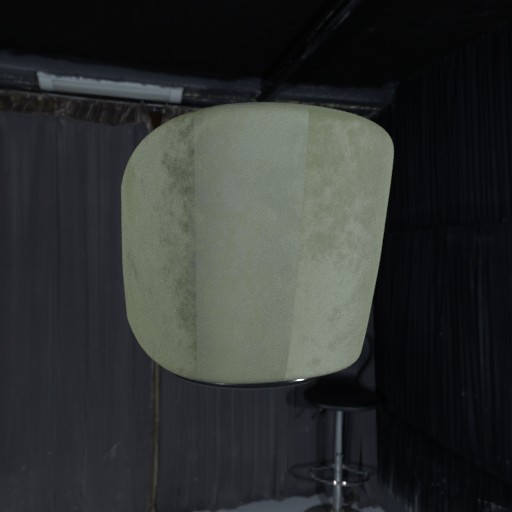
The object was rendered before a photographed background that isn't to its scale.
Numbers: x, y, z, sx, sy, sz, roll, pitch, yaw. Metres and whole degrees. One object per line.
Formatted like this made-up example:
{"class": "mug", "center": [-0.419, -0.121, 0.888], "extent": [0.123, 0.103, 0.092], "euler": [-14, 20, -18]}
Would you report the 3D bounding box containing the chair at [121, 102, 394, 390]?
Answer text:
{"class": "chair", "center": [0.000, 0.000, 1.339], "extent": [0.773, 0.698, 0.767], "euler": [0, 1, -18]}
